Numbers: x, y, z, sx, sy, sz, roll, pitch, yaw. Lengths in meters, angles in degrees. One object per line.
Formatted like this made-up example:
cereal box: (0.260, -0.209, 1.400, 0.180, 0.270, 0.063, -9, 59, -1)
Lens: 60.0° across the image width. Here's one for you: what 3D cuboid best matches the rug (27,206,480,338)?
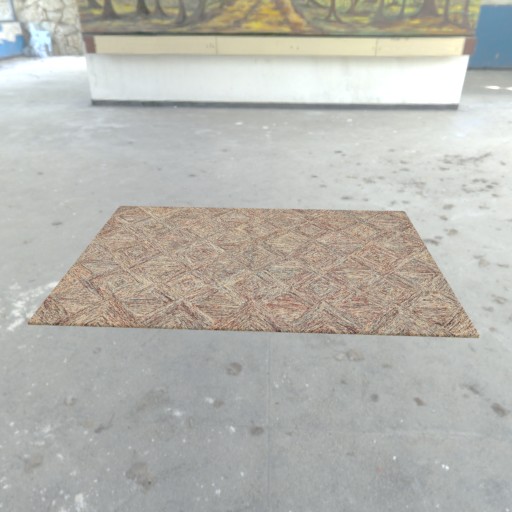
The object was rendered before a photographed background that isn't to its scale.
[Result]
rug: (0.000, 0.000, 2.893, 2.285, 0.019, 1.523, 1, 30, 2)
